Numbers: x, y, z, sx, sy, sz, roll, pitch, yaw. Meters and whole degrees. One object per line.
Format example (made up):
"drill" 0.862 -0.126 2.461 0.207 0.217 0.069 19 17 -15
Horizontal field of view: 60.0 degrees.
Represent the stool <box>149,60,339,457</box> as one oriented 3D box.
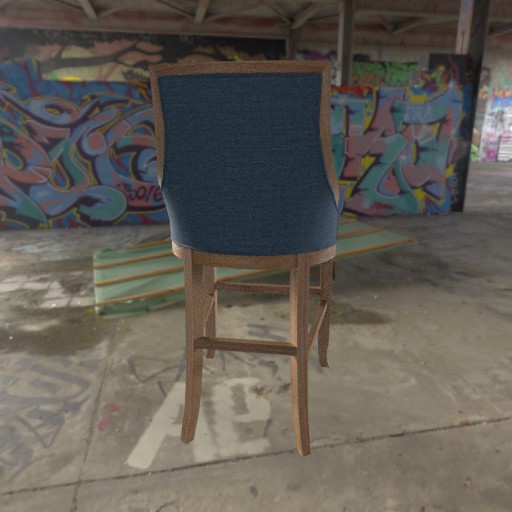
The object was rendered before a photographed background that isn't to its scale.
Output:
"stool" 0.000 0.000 1.449 0.524 1.101 0.626 2 16 8
